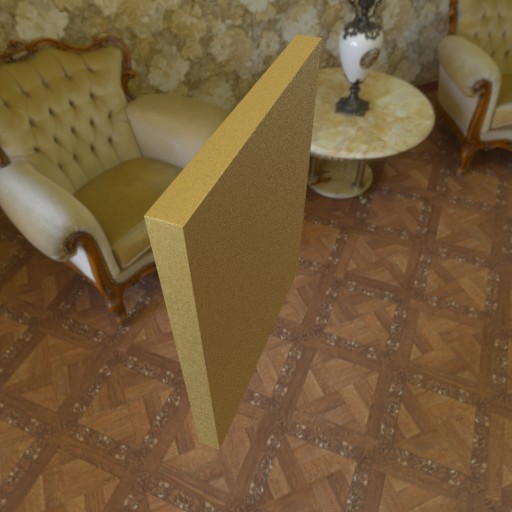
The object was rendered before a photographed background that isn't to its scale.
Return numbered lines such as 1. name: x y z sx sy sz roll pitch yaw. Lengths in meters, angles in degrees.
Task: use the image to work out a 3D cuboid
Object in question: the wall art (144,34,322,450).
1. wall art: 0.000 0.000 0.873 0.048 0.642 0.537 16 49 14
